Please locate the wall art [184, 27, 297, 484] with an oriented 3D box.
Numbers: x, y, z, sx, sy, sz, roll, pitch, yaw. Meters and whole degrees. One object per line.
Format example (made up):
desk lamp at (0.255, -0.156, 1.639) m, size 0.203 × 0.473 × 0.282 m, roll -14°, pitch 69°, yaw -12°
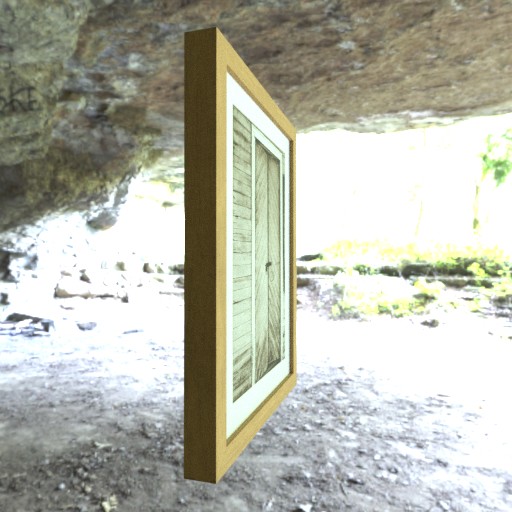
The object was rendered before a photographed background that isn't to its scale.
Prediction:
wall art at (0.000, 0.000, 0.521) m, size 0.030 × 0.380 × 0.312 m, roll 0°, pitch -1°, yaw 18°
